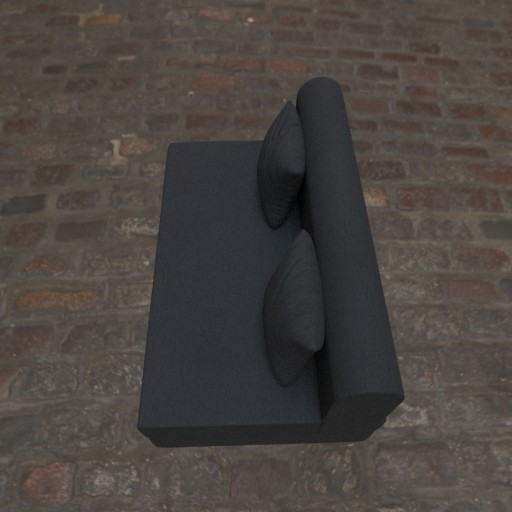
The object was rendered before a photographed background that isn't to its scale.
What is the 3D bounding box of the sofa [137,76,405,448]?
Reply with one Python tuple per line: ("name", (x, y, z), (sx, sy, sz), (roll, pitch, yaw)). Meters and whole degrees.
("sofa", (0.000, 0.000, 1.670), (0.762, 0.670, 1.225), (-1, 58, -1))
